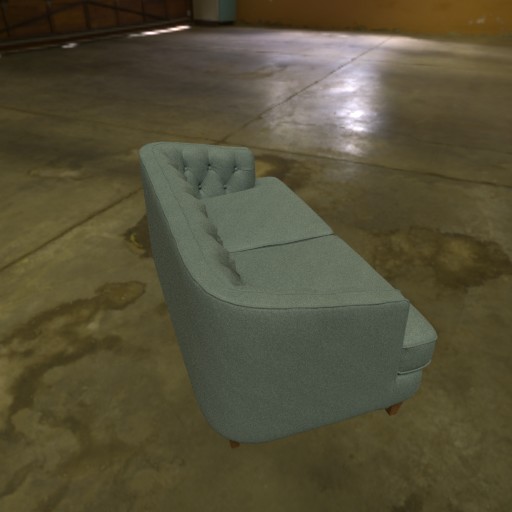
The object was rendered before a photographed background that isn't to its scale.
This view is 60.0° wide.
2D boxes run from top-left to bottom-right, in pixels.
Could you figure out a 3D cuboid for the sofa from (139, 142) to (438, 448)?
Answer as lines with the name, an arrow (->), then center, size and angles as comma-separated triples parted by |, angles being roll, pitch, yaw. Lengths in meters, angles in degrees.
sofa -> 0.000, 0.000, 2.273 | 0.941, 0.855, 1.733 | -11, 34, -17
